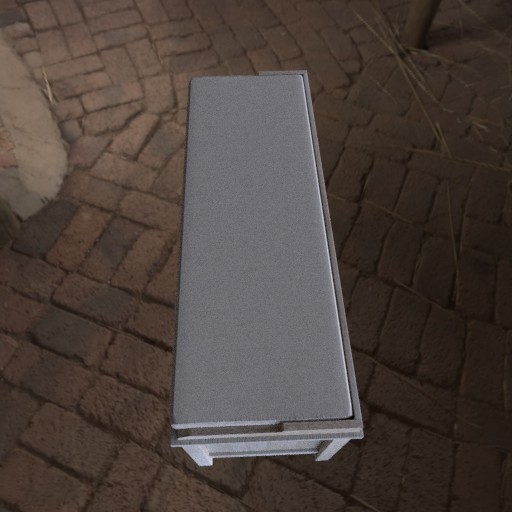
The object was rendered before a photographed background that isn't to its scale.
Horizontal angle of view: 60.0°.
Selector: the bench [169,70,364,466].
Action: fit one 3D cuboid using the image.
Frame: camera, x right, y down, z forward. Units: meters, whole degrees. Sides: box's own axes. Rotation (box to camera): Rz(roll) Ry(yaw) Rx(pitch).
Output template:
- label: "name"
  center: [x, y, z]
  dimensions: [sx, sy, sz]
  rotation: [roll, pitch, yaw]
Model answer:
- label: "bench"
  center: [0.000, 0.000, 1.380]
  dimensions: [0.398, 0.501, 1.140]
  rotation: [-2, 59, -1]
